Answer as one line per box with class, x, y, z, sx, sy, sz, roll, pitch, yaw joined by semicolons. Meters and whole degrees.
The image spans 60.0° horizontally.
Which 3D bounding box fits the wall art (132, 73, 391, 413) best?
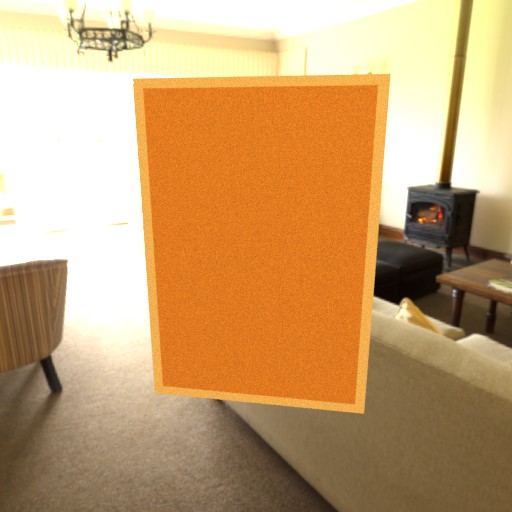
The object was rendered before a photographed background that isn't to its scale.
wall art;0.000;0.000;0.869;0.456;0.656;0.013;3;16;9
